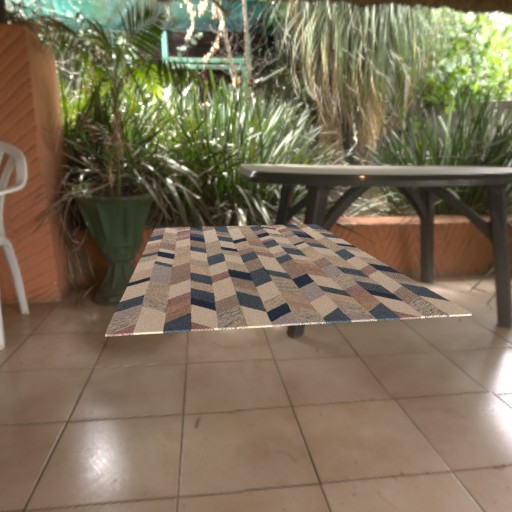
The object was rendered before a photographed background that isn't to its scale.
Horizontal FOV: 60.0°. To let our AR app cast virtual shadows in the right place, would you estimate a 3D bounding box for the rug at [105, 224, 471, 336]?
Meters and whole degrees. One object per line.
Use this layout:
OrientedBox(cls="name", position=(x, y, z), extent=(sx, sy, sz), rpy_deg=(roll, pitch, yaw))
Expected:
OrientedBox(cls="rug", position=(0.000, 0.000, 2.943), extent=(1.513, 0.008, 2.423), rpy_deg=(-2, 13, -8))
